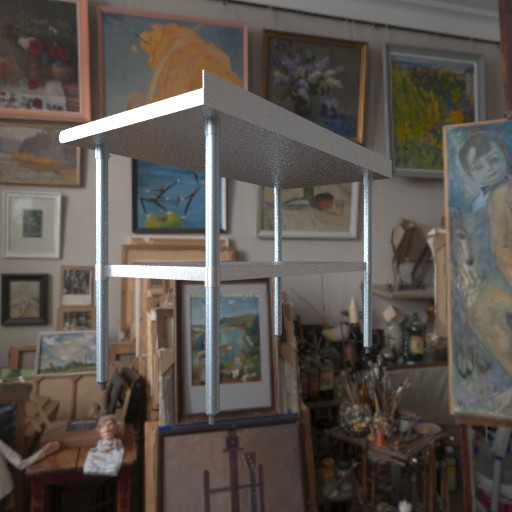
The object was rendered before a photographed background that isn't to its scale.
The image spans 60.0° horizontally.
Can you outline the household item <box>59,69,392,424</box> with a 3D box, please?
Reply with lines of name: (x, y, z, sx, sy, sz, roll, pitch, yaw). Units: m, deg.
household item: (0.000, 0.000, 1.677, 0.610, 0.851, 1.219, 0, 0, 37)
